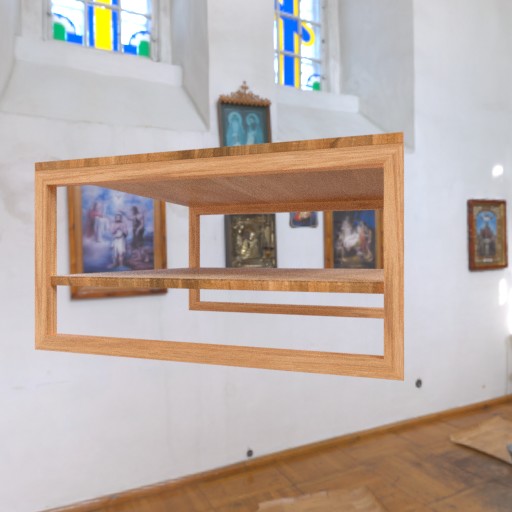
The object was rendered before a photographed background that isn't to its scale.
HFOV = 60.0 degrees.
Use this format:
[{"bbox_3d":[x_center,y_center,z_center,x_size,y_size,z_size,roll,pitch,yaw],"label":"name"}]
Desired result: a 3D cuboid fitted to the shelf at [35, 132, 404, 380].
[{"bbox_3d":[0.000,0.000,1.422,0.899,0.480,0.899,0,0,18],"label":"shelf"}]
